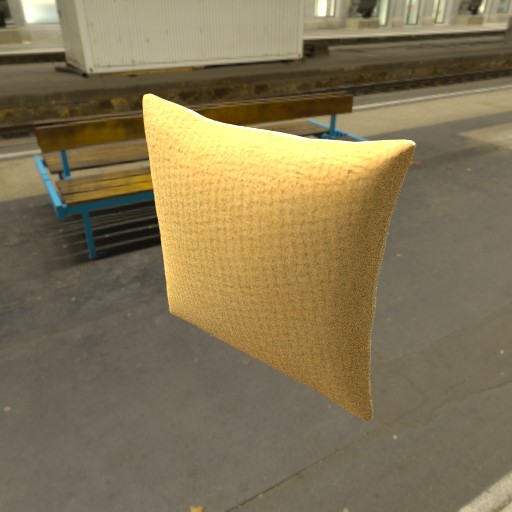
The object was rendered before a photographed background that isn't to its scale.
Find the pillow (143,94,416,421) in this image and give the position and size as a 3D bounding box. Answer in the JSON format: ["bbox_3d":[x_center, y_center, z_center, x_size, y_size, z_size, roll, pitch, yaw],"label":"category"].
[{"bbox_3d":[0.000,0.000,0.648,0.419,0.407,0.173,22,37,32],"label":"pillow"}]
